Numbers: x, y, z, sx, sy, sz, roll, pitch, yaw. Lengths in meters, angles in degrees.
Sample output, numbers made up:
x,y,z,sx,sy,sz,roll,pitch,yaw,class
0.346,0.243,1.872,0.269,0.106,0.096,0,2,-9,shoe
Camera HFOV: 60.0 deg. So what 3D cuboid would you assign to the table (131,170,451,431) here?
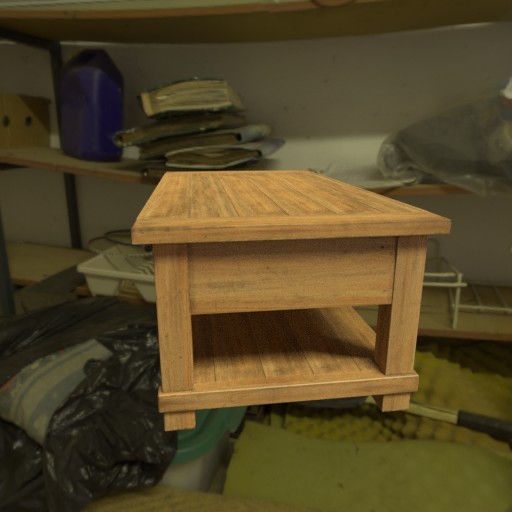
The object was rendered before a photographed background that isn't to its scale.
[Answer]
x,y,z,sx,sy,sz,roll,pitch,yaw,class
0.000,0.000,1.587,0.693,0.494,1.270,-2,16,-8,table
